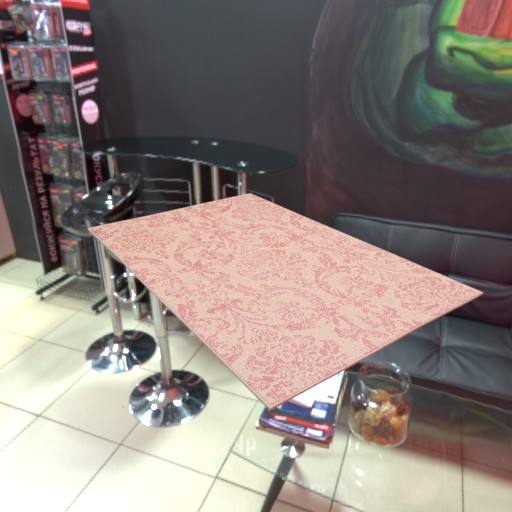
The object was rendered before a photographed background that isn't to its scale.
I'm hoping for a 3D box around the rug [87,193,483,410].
[{"bbox_3d":[0.000,0.000,2.357,1.219,0.012,1.839,-17,30,-32],"label":"rug"}]
